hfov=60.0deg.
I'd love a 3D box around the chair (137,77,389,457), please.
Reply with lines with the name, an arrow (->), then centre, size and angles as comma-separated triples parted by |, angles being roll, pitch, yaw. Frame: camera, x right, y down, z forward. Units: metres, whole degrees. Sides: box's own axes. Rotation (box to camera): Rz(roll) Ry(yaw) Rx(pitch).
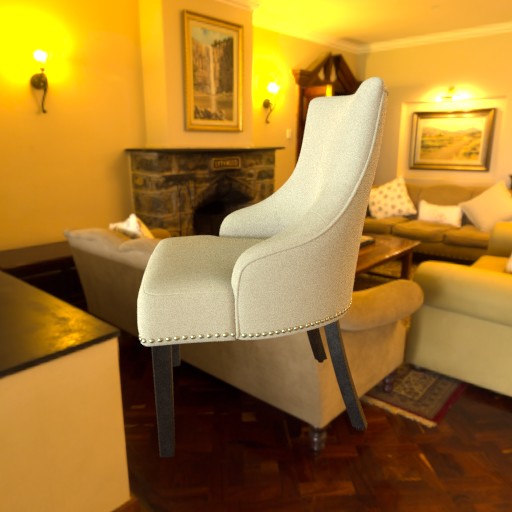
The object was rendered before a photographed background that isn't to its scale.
chair -> 0.000, 0.000, 1.271 | 0.629, 0.909, 0.566 | -2, 14, -8
